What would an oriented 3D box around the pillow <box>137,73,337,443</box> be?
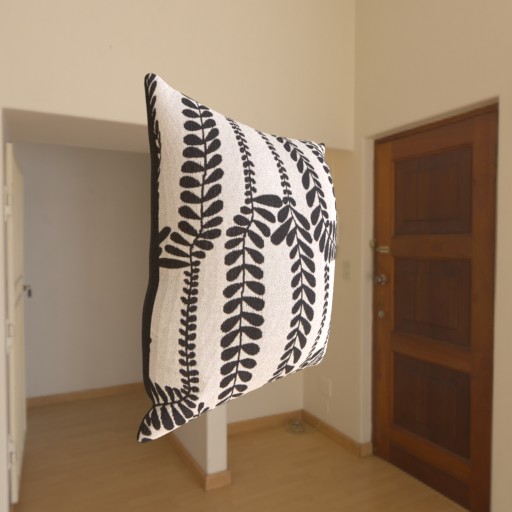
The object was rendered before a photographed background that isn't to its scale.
[{"bbox_3d":[0.000,0.000,0.689,0.182,0.441,0.440,1,2,37],"label":"pillow"}]
